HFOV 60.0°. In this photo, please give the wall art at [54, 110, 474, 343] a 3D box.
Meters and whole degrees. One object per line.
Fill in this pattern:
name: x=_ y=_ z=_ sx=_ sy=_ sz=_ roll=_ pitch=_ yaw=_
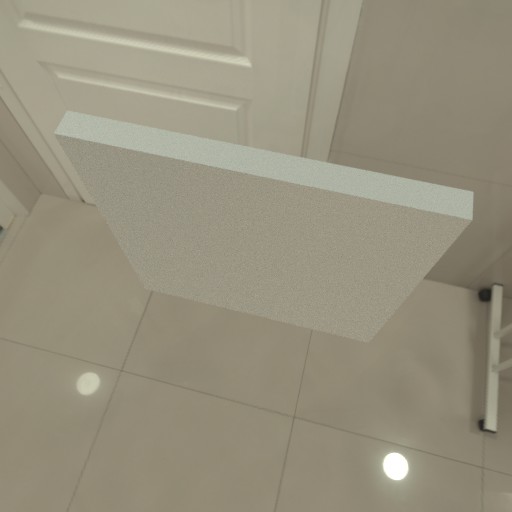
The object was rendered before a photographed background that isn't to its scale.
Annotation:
wall art: x=0.000 y=0.000 z=0.529 sx=0.355 sy=0.355 sz=0.027 roll=13 pitch=64 yaw=6
